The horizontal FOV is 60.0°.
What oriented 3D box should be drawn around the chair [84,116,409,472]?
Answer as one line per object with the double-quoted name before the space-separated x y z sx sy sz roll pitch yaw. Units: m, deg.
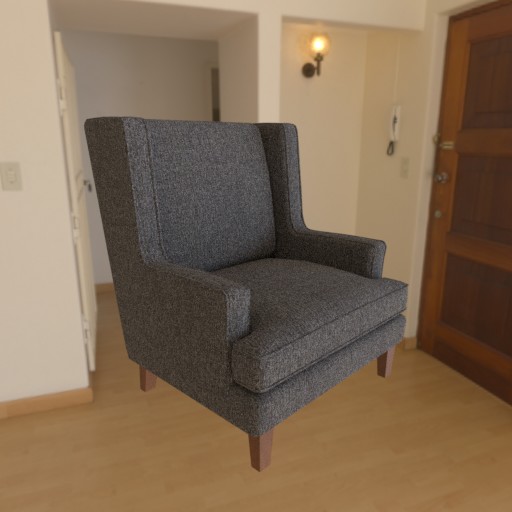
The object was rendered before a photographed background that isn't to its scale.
"chair" 0.000 0.000 1.815 0.927 1.082 0.942 14 20 42
